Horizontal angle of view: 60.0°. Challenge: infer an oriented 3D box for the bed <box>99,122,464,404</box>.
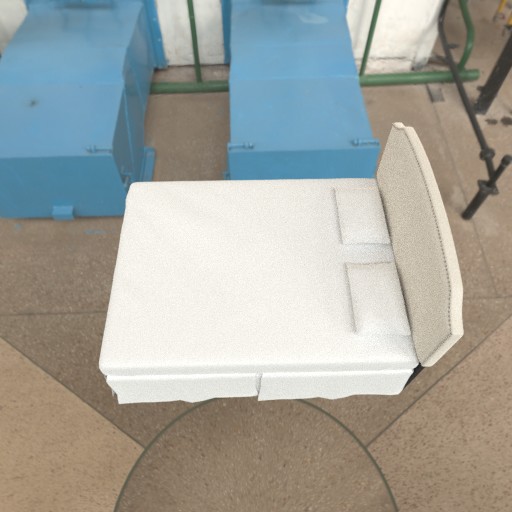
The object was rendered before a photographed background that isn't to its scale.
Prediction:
[{"bbox_3d":[0.000,0.000,2.924,1.999,1.270,1.558,-1,57,-1],"label":"bed"}]
